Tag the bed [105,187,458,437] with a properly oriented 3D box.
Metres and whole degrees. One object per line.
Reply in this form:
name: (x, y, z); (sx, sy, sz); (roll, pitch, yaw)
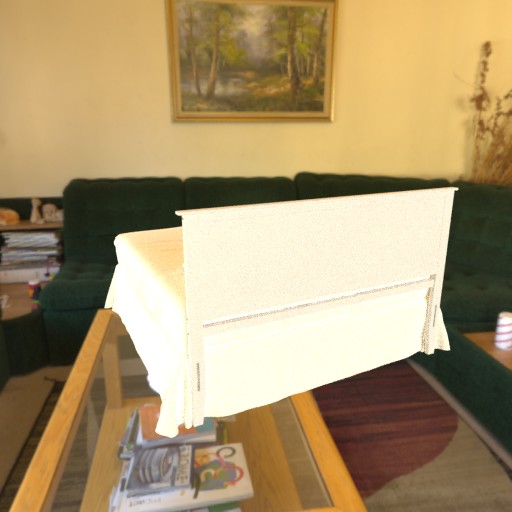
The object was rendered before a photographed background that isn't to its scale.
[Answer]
bed: (0.000, 0.000, 3.717); (2.317, 1.273, 2.215); (-8, 18, -26)
